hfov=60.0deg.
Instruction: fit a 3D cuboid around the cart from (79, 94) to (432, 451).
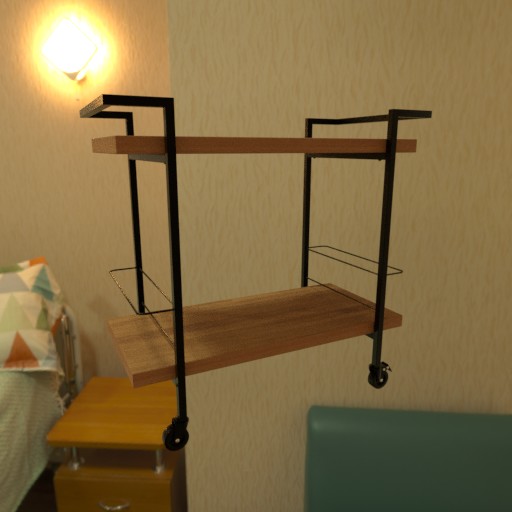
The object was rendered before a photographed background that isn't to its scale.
[{"bbox_3d":[0.000,0.000,1.220,0.806,0.762,0.406,-7,15,-26],"label":"cart"}]
